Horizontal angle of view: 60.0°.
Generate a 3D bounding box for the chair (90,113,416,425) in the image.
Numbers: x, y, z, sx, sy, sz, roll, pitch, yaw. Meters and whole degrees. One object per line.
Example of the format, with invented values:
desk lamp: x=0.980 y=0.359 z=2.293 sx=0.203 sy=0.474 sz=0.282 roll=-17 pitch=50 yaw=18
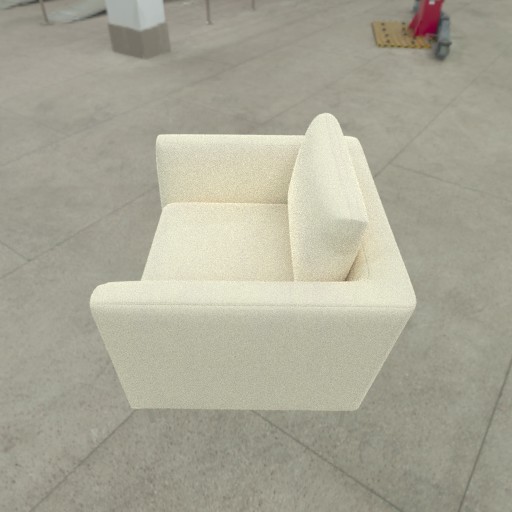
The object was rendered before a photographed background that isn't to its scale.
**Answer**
chair: x=0.000 y=0.000 z=1.713 sx=0.889 sy=0.865 sz=1.041 roll=1 pitch=40 yaw=1
